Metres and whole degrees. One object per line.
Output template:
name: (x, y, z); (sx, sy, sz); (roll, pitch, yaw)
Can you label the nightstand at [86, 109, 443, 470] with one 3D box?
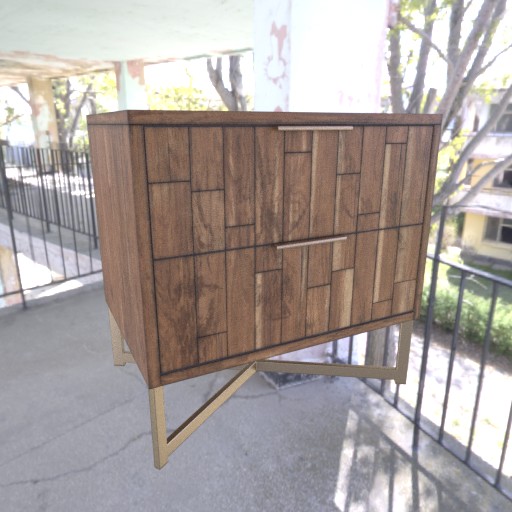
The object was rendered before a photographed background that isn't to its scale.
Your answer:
nightstand: (0.000, 0.000, 1.002); (0.610, 0.610, 0.446); (-8, 19, -26)
